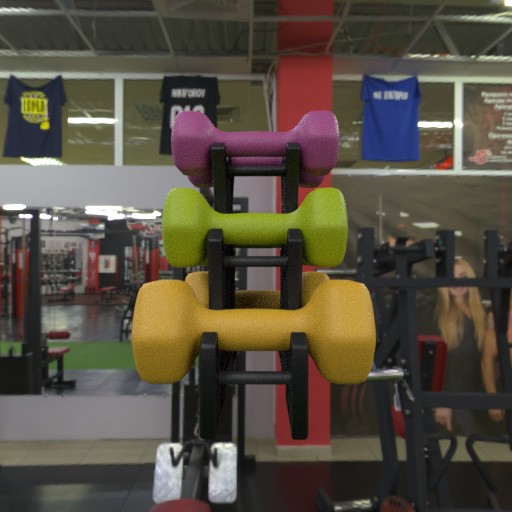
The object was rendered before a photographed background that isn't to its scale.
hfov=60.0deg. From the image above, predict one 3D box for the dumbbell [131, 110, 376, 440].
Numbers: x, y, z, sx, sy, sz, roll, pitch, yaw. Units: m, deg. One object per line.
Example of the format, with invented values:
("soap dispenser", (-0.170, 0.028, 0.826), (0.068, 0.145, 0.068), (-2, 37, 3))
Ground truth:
("dumbbell", (0.000, 0.000, 0.469), (0.190, 0.271, 0.300), (0, 0, 1))
